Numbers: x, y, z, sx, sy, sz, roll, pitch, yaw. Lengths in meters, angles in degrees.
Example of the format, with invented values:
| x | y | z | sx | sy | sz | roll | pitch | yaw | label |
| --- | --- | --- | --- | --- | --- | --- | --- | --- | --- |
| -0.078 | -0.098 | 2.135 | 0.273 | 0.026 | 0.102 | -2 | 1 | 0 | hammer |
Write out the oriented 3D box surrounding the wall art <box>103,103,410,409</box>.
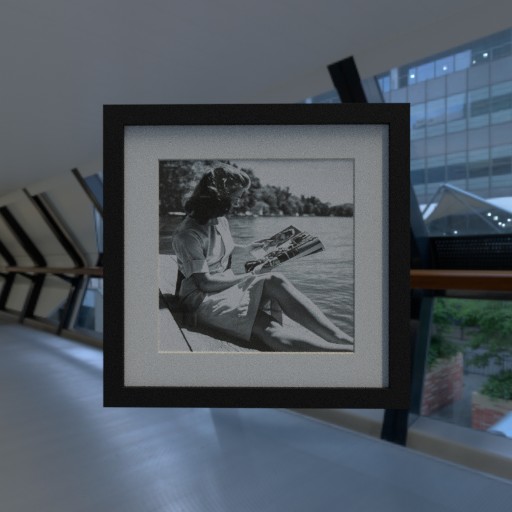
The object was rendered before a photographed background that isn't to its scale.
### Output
| x | y | z | sx | sy | sz | roll | pitch | yaw | label |
| --- | --- | --- | --- | --- | --- | --- | --- | --- | --- |
| 0.000 | 0.000 | 0.459 | 0.308 | 0.305 | 0.030 | 0 | 0 | 1 | wall art |
